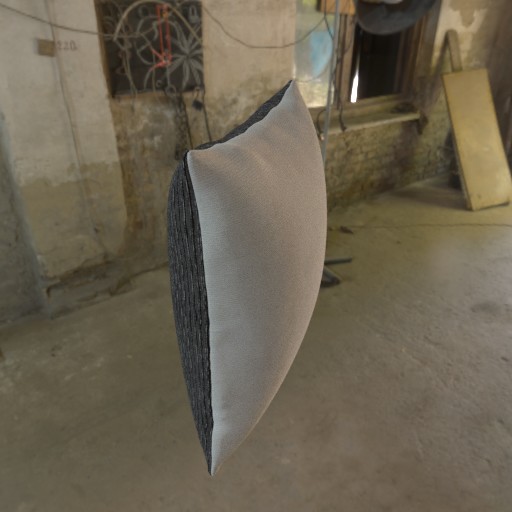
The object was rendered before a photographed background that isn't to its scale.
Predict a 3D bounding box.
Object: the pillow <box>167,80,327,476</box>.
[{"bbox_3d":[0.000,0.000,0.655,0.196,0.434,0.433,8,30,14],"label":"pillow"}]
